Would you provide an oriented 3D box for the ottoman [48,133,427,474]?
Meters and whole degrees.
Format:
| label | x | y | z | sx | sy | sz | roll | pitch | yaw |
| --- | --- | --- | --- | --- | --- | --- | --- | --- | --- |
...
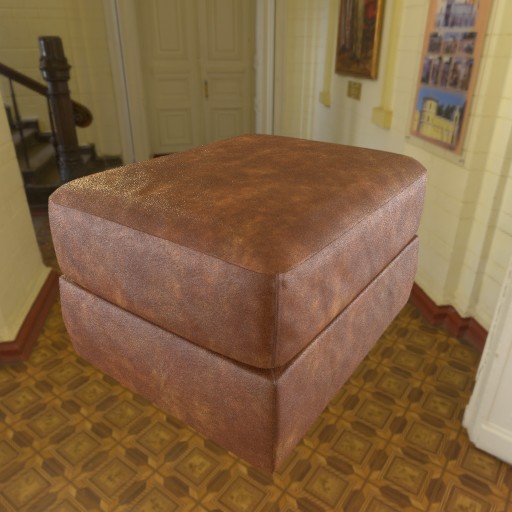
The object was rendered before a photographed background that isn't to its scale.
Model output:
| label | x | y | z | sx | sy | sz | roll | pitch | yaw |
| --- | --- | --- | --- | --- | --- | --- | --- | --- | --- |
| ottoman | 0.000 | 0.000 | 1.096 | 0.603 | 0.476 | 0.751 | 18 | 31 | 32 |
